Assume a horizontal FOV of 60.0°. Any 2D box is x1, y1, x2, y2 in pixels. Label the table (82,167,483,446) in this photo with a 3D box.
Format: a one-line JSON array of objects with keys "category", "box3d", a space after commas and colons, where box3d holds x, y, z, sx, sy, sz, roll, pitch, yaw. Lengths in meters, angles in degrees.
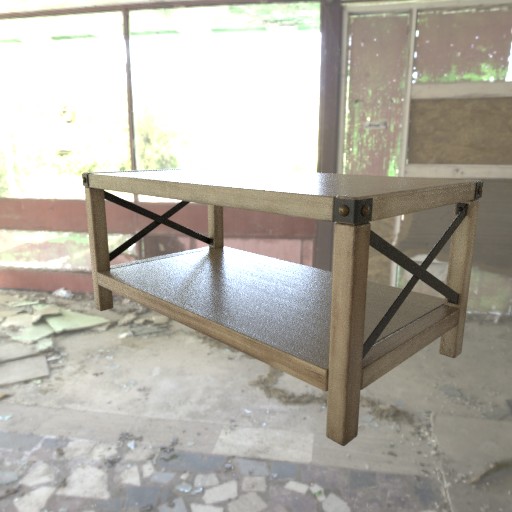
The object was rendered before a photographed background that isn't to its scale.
[{"category": "table", "box3d": [0.000, 0.000, 1.276, 0.559, 0.456, 1.016, -13, 19, -43]}]
